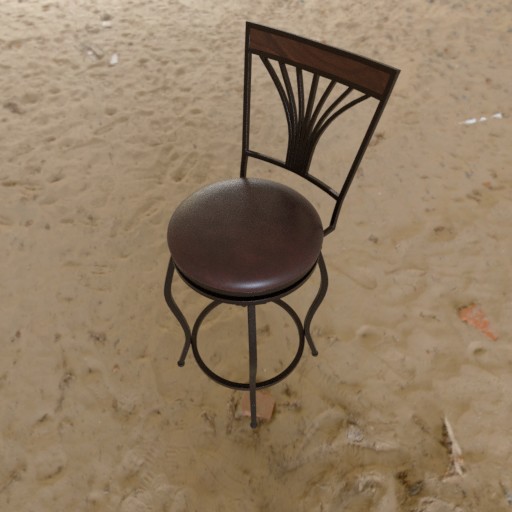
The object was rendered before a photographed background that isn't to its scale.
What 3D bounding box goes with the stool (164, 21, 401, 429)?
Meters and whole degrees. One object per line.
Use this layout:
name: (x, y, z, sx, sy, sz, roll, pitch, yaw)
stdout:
stool: (0.000, 0.000, 1.341, 0.433, 1.117, 0.514, 32, 55, 26)
